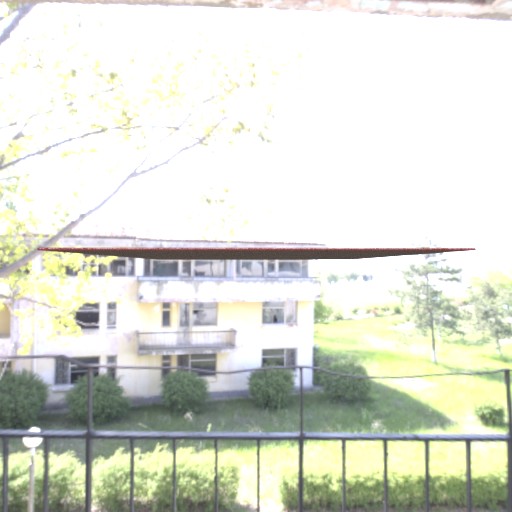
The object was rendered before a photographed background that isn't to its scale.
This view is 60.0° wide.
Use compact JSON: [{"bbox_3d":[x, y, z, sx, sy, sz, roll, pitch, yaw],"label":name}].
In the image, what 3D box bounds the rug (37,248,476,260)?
[{"bbox_3d":[0.000,0.000,3.976,2.441,0.016,3.050,0,-1,0],"label":"rug"}]
